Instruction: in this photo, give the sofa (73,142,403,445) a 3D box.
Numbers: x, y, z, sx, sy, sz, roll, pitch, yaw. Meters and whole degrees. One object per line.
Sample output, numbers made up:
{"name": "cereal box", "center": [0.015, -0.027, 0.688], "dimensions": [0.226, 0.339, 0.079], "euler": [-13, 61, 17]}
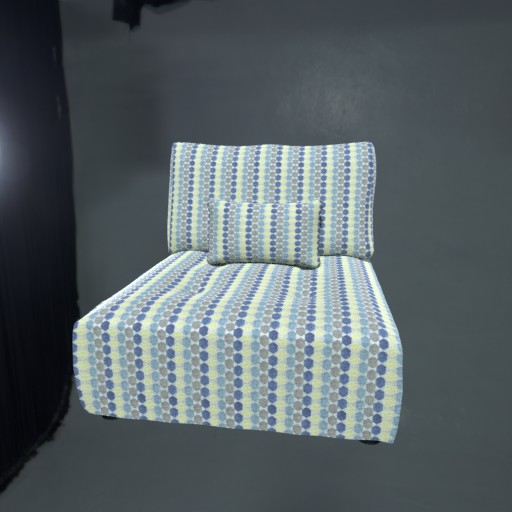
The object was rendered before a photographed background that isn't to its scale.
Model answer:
{"name": "sofa", "center": [0.000, 0.000, 1.649], "dimensions": [0.930, 0.830, 1.000], "euler": [2, 14, 8]}
